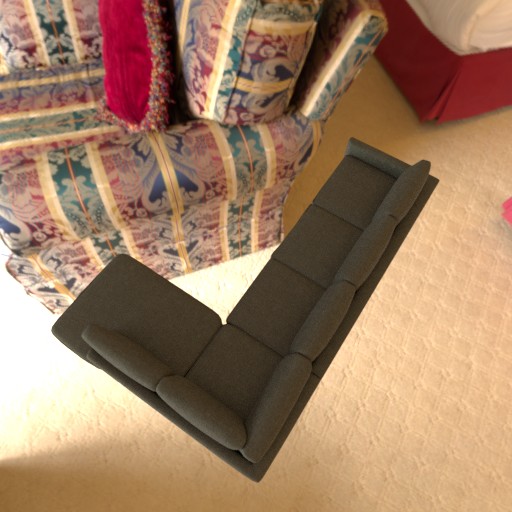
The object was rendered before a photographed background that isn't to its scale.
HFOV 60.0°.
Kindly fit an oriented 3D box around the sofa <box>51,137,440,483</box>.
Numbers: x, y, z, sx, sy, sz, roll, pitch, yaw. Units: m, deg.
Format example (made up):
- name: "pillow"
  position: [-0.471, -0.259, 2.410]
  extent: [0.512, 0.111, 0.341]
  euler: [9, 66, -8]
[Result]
- name: "sofa"
  position: [0.000, 0.000, 3.814]
  extent: [1.984, 0.858, 2.972]
  euler: [31, 68, 14]
